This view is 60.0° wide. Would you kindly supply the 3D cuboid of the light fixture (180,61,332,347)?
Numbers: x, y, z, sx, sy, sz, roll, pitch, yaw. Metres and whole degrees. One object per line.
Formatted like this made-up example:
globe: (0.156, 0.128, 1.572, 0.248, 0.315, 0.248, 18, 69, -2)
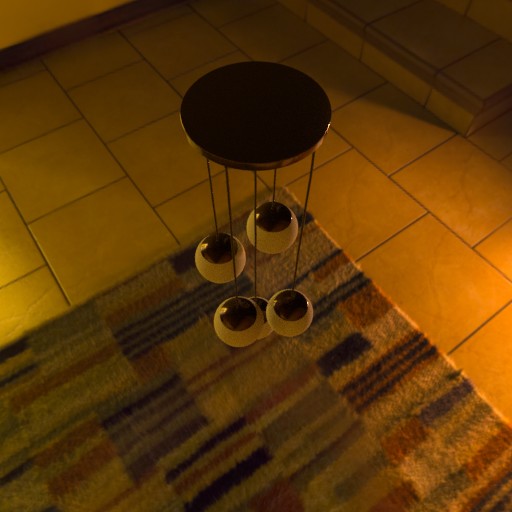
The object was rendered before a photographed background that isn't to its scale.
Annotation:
light fixture: (0.000, 0.000, 1.548, 0.484, 1.271, 0.489, 30, 63, 17)
